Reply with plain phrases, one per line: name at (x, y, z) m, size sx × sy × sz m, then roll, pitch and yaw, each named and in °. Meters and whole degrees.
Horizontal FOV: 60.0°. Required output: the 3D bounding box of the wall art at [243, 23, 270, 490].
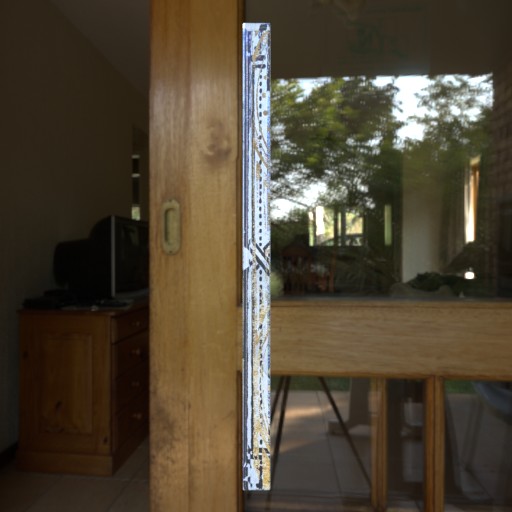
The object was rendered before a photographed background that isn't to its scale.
wall art at (0.000, 0.000, 0.878) m, size 0.036 × 0.607 × 0.609 m, roll 0°, pitch 0°, yaw 0°
